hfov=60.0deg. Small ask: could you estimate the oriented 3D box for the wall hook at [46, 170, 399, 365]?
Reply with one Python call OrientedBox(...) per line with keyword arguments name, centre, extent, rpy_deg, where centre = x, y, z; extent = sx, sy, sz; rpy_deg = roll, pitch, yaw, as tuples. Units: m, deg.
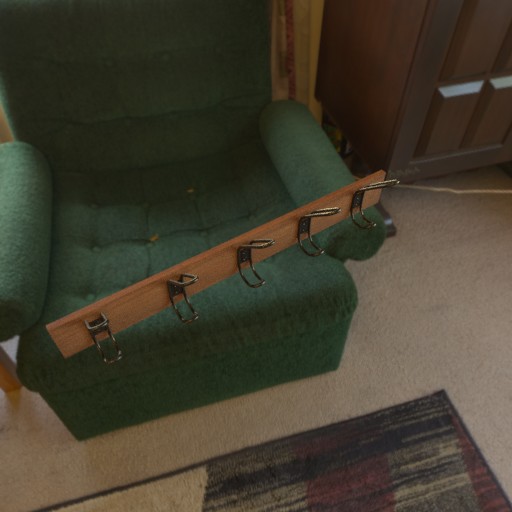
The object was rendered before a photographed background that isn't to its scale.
OrientedBox(name="wall hook", centre=(0.000, 0.000, 0.620), extent=(0.554, 0.116, 0.076), rpy_deg=(-26, 53, -22))
